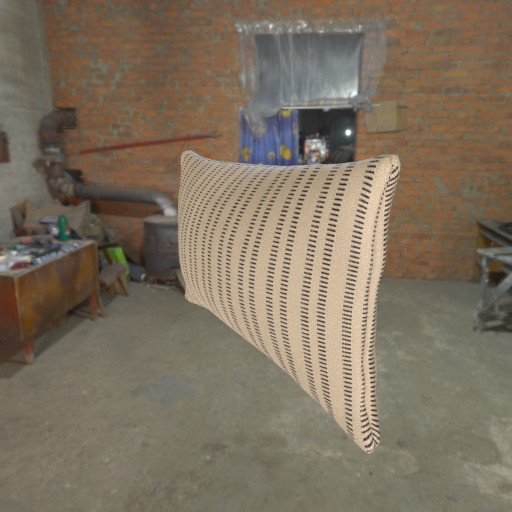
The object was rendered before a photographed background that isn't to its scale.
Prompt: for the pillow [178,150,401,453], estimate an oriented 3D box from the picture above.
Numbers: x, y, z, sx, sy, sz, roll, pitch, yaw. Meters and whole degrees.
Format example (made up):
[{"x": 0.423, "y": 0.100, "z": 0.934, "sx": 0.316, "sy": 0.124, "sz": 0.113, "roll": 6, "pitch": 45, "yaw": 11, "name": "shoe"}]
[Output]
[{"x": 0.000, "y": 0.000, "z": 0.768, "sx": 0.210, "sy": 0.353, "sz": 0.640, "roll": -7, "pitch": 16, "yaw": -28, "name": "pillow"}]
